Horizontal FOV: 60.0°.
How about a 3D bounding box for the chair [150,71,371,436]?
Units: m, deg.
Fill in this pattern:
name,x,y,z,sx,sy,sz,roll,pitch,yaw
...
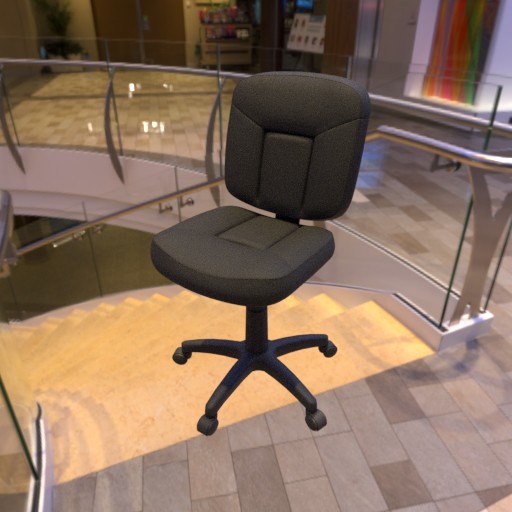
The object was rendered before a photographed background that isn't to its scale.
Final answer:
name,x,y,z,sx,sy,sz,roll,pitch,yaw
chair,0.000,0.000,1.330,0.610,0.972,0.610,17,33,28
